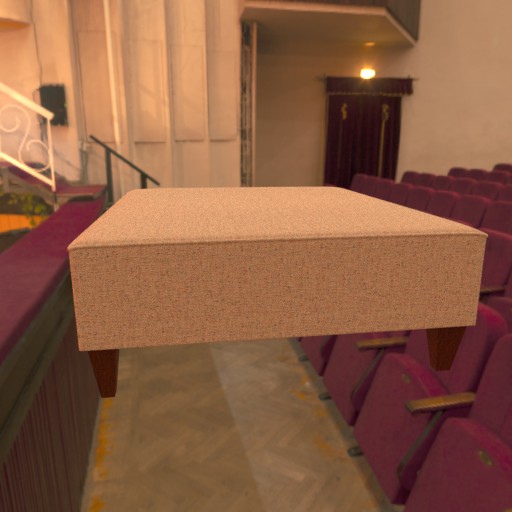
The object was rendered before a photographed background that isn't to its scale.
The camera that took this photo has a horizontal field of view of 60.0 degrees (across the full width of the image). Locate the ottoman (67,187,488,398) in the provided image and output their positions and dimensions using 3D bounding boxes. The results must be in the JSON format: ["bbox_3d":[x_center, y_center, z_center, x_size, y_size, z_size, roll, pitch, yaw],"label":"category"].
[{"bbox_3d":[0.000,0.000,1.186,0.736,0.303,0.835,-2,15,-8],"label":"ottoman"}]
